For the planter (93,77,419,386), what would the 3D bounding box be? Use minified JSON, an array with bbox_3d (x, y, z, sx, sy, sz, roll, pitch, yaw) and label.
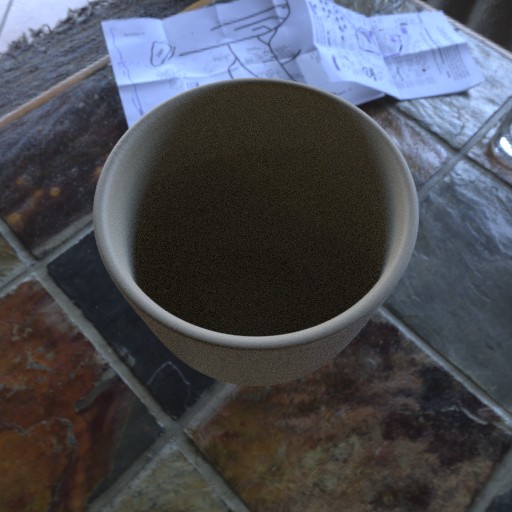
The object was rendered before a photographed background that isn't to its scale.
[{"bbox_3d":[0.000,0.000,0.300,0.170,0.152,0.170,0,63,0],"label":"planter"}]
